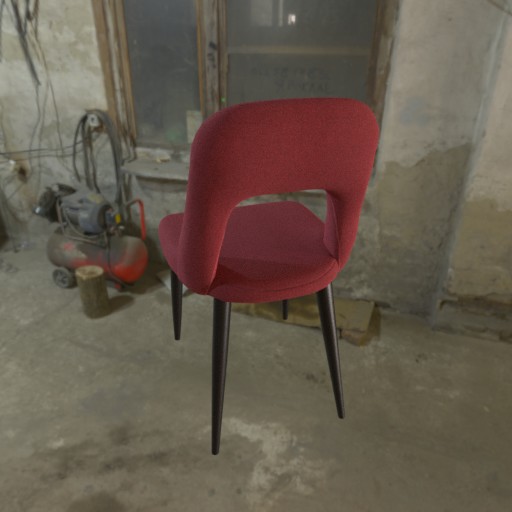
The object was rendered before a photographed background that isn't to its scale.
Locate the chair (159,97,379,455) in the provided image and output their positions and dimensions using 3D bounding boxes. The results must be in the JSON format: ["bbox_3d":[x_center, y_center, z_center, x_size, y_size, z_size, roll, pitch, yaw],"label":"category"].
[{"bbox_3d":[0.000,0.000,1.222,0.483,0.892,0.569,-8,28,-16],"label":"chair"}]
